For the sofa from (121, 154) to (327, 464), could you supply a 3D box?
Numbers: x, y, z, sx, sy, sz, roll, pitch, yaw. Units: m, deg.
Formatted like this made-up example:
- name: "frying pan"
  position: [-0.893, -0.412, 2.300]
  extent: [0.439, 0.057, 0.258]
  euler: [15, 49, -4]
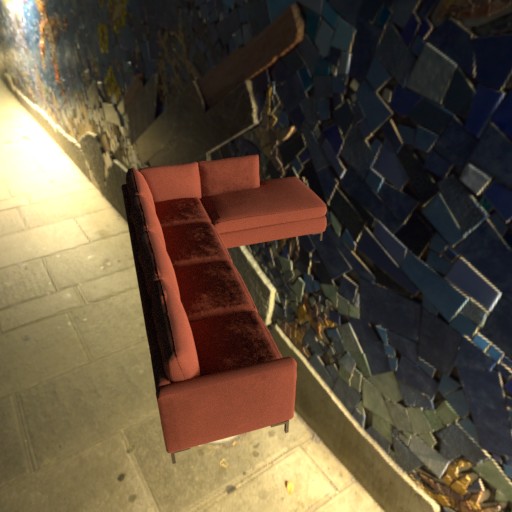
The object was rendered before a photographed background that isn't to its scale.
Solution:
- name: "sofa"
  position: [0.000, 0.000, 3.549]
  extent: [1.879, 0.757, 2.736]
  euler: [-10, 34, -15]
